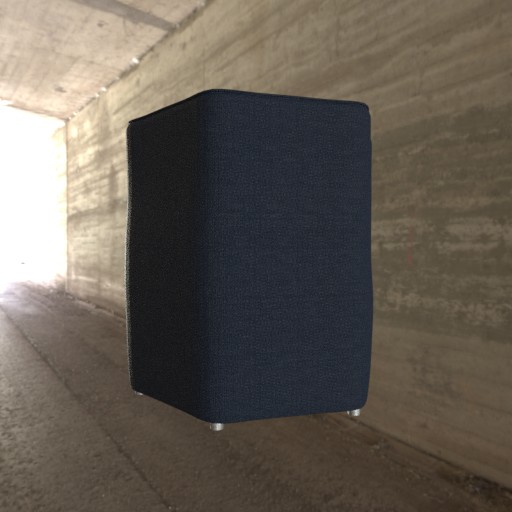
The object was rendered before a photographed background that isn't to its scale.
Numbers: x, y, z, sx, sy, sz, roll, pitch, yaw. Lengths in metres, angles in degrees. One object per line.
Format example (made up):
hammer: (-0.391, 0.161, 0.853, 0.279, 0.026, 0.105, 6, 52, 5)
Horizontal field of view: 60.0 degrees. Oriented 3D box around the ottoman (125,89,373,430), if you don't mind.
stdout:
ottoman: (0.000, 0.000, 0.869, 0.454, 0.505, 0.492, 0, 1, 19)
